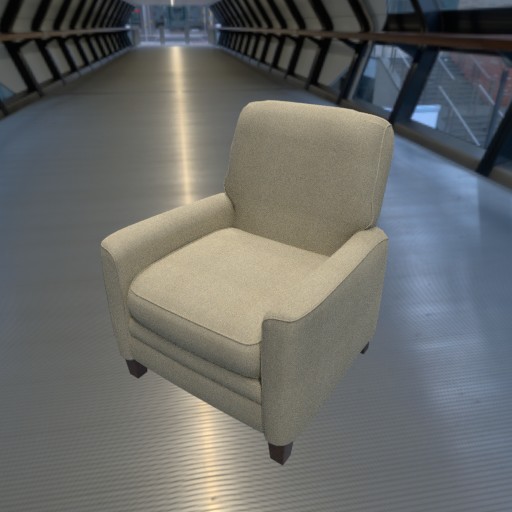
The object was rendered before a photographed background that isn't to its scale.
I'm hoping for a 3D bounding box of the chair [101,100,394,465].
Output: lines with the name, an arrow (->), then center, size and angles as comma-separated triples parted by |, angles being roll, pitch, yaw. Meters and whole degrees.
chair -> 0.000, 0.000, 1.678 | 0.850, 1.006, 0.853 | 18, 33, 30
